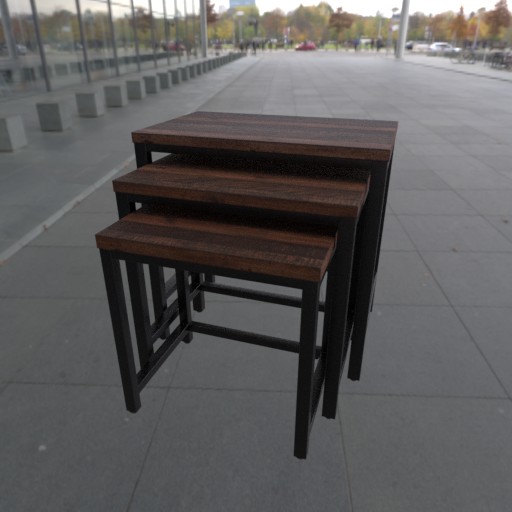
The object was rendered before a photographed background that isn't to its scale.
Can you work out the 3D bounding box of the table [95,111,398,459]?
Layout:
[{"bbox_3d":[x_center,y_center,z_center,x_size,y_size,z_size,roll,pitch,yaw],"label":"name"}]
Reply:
[{"bbox_3d":[0.000,0.000,1.161,0.608,0.616,0.660,8,27,17],"label":"table"}]
